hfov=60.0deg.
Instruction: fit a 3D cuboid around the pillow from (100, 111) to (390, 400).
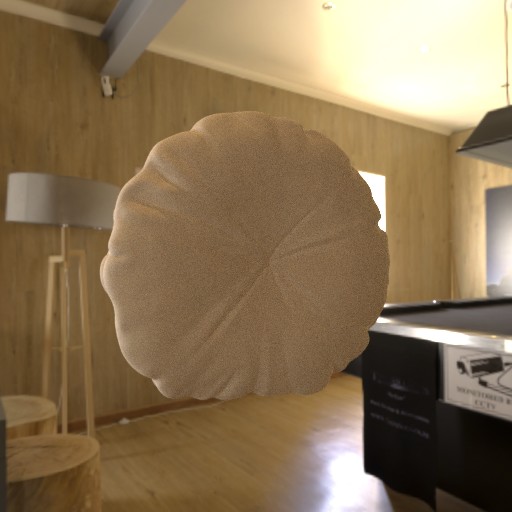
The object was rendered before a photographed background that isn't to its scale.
[{"bbox_3d":[0.000,0.000,0.644,0.428,0.407,0.148,0,-1,-18],"label":"pillow"}]
